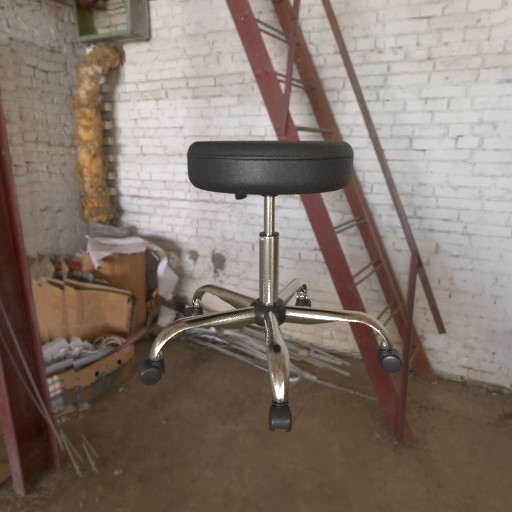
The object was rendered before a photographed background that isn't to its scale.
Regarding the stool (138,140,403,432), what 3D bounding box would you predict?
[{"bbox_3d":[0.000,0.000,1.147,0.638,0.576,0.673,-7,17,-25],"label":"stool"}]
